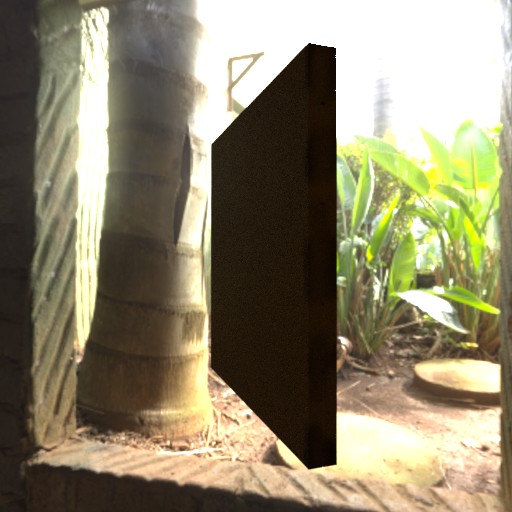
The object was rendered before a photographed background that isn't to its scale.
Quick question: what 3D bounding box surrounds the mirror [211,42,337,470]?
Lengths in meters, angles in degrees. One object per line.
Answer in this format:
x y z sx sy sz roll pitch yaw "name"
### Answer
0.000 0.000 0.772 0.042 0.507 0.509 0 0 -19 "mirror"
